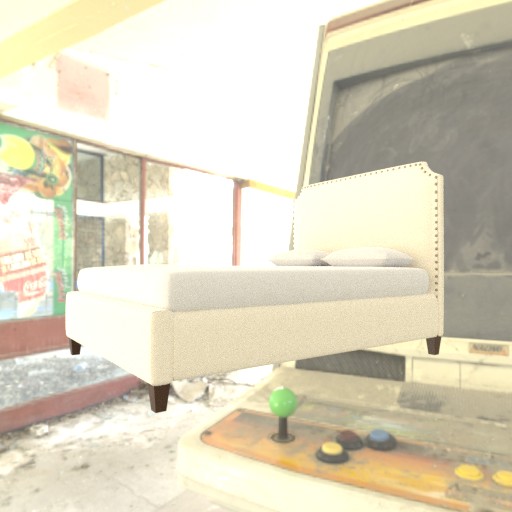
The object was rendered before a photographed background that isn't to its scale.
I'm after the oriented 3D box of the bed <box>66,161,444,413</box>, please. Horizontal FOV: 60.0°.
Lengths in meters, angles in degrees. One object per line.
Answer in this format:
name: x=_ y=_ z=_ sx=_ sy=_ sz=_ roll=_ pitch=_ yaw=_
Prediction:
bed: x=0.000 y=0.000 z=3.388 sx=2.372 sy=1.497 sz=1.712 roll=1 pitch=-1 yaw=-36
